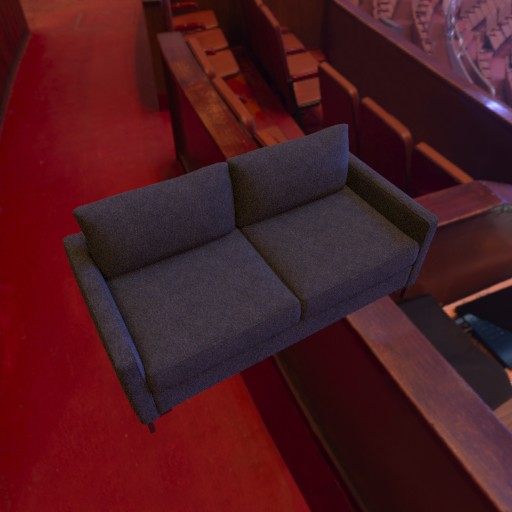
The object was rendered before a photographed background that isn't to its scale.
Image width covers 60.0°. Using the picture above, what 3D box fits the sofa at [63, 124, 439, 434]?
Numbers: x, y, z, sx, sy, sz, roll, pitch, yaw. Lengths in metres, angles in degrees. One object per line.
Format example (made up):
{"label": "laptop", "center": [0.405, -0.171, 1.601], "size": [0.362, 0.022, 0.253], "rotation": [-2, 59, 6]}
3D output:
{"label": "sofa", "center": [0.000, 0.000, 2.327], "size": [1.716, 0.862, 0.866], "rotation": [-23, 50, -21]}
